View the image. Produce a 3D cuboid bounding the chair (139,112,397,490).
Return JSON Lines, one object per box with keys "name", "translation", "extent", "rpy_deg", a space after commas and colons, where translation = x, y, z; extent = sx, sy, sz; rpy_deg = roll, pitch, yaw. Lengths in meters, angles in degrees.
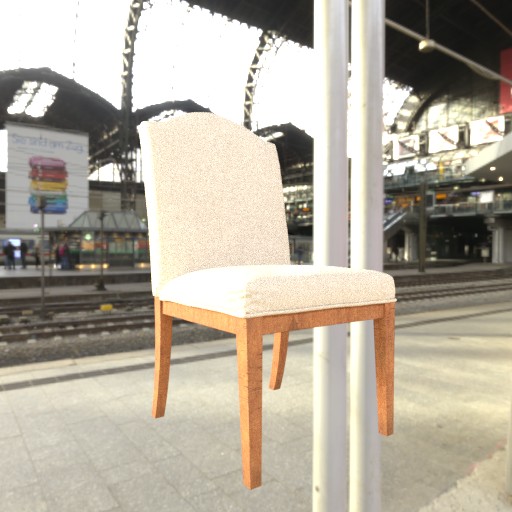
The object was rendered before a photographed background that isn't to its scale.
{"name": "chair", "translation": [0.000, 0.000, 1.369], "extent": [0.534, 1.012, 0.648], "rpy_deg": [-1, 1, -36]}
